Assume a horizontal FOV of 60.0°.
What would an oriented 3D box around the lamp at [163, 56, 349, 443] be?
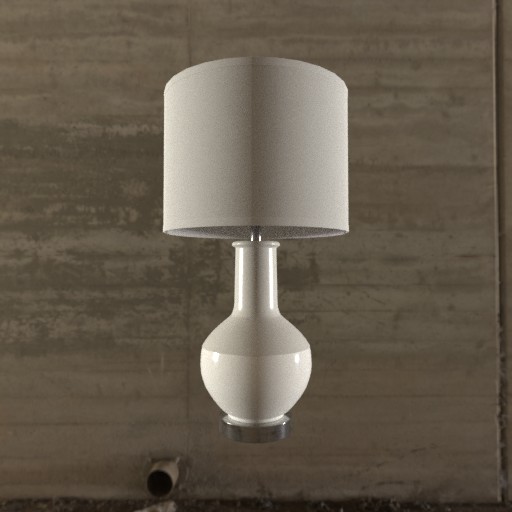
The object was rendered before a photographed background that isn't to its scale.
[{"bbox_3d":[0.000,0.000,0.869,0.357,0.673,0.357,1,-1,-36],"label":"lamp"}]
